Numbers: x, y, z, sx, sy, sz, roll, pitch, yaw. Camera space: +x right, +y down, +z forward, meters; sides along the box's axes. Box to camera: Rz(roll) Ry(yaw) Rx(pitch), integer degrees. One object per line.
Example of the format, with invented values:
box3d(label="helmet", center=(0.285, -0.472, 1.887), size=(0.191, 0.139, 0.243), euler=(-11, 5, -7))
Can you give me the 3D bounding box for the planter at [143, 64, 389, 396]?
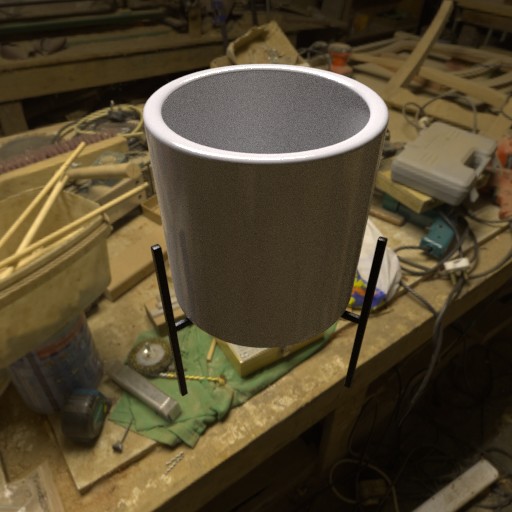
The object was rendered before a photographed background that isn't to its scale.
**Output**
box3d(label="planter", center=(0.000, 0.000, 0.510), size=(0.239, 0.356, 0.239), euler=(-24, 46, -25))
